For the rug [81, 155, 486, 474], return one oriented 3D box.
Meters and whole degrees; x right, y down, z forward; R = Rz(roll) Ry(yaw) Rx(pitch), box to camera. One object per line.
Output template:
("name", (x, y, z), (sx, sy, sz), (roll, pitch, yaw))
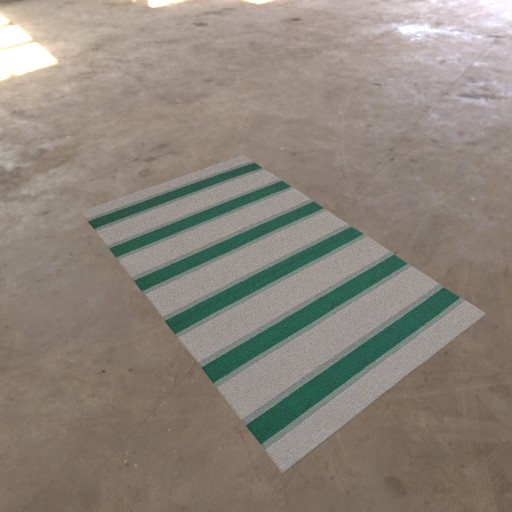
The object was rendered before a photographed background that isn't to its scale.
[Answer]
("rug", (0.000, 0.000, 2.968), (1.521, 0.015, 2.436), (-26, 46, -27))
